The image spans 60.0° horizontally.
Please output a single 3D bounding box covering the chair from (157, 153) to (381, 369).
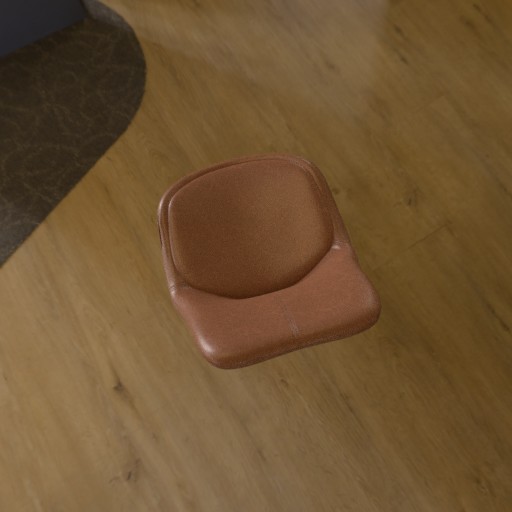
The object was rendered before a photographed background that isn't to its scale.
[{"bbox_3d":[0.000,0.000,1.199,0.475,0.850,0.550,-15,77,-4],"label":"chair"}]
